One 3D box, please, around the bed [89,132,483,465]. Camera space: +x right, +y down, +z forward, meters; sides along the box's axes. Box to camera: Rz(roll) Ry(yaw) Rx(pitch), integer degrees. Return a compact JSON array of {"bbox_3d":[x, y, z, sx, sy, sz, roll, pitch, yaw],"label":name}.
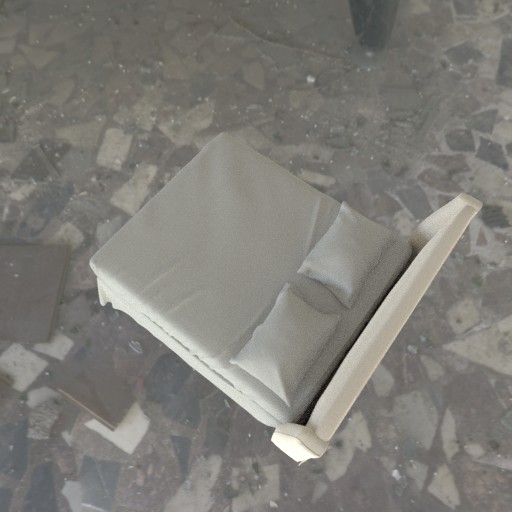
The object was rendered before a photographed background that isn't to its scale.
[{"bbox_3d":[0.000,0.000,3.405,2.276,1.332,1.925,35,69,16],"label":"bed"}]
